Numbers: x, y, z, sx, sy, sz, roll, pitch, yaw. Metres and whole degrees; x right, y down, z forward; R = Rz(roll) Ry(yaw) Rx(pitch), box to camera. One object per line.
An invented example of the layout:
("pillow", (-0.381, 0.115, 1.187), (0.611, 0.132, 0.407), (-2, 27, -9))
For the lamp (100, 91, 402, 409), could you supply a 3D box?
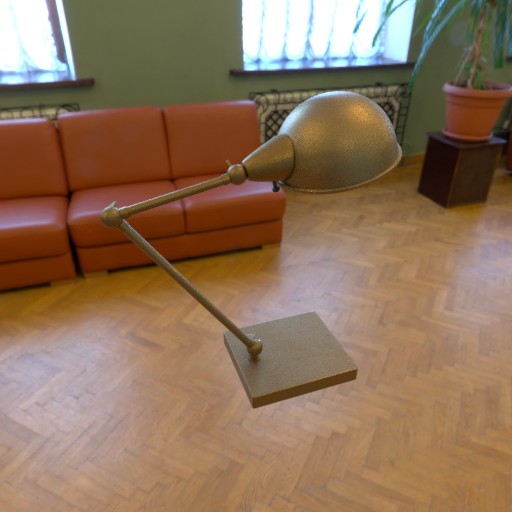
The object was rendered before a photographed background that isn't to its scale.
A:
("lamp", (0.000, 0.000, 0.544), (0.339, 0.371, 0.149), (-10, 32, -17))
